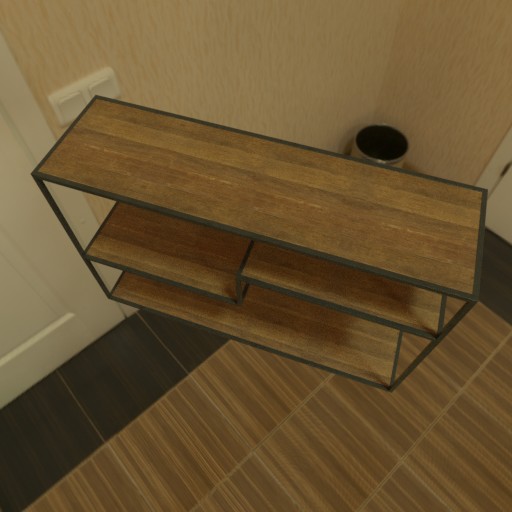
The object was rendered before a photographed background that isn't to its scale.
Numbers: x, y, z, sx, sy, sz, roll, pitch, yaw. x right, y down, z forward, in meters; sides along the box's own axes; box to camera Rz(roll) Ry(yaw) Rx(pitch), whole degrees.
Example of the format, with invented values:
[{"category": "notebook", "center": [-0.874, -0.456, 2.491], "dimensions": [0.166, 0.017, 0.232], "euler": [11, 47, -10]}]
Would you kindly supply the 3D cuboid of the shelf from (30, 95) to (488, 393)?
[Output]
[{"category": "shelf", "center": [0.000, 0.000, 1.533], "dimensions": [1.201, 0.765, 0.361], "euler": [16, 59, 10]}]
